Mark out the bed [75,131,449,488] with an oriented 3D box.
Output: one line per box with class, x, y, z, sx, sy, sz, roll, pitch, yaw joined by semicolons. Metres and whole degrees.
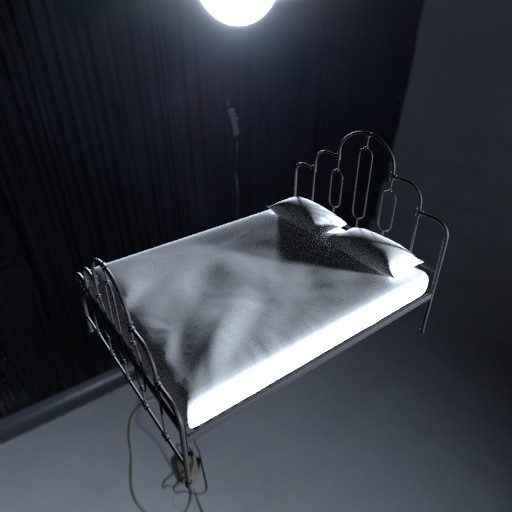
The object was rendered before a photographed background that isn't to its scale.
bed;0.000;0.000;3.185;2.163;1.429;1.640;-21;37;-31
